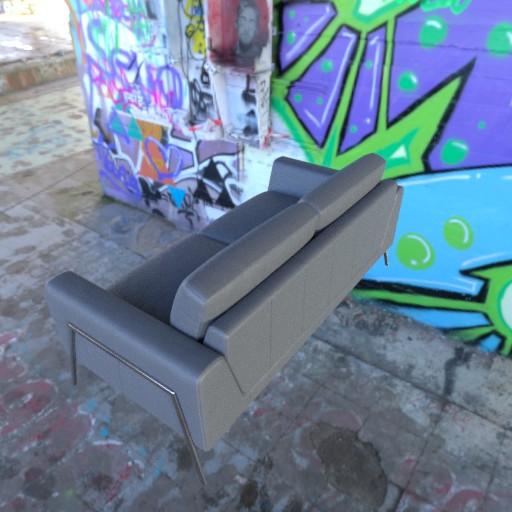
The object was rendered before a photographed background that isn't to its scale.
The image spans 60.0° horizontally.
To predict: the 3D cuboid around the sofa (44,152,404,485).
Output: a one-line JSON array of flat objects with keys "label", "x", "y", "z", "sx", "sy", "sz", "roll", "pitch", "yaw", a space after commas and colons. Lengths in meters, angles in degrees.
[{"label": "sofa", "x": 0.000, "y": 0.000, "z": 2.530, "sx": 0.953, "sy": 0.875, "sz": 2.017, "roll": 22, "pitch": 39, "yaw": 29}]
